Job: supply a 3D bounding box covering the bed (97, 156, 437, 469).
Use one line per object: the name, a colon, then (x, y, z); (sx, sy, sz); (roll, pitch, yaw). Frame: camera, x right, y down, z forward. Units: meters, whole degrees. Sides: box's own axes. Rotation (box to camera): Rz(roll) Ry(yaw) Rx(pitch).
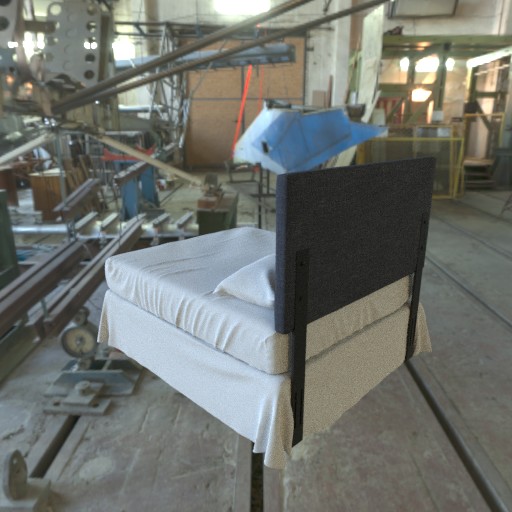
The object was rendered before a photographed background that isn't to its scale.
bed: (0.000, 0.000, 3.533); (1.936, 1.577, 2.222); (-16, 23, -42)
